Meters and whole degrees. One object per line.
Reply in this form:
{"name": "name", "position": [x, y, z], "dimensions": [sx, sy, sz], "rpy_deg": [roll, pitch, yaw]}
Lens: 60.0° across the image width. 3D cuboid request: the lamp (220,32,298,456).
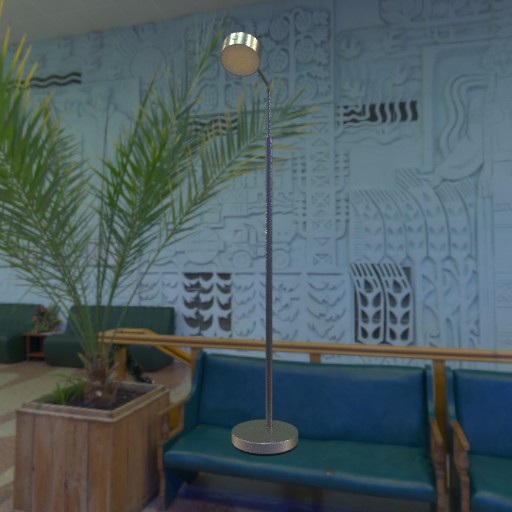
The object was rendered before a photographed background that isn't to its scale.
{"name": "lamp", "position": [0.000, 0.000, 1.416], "dimensions": [0.222, 1.250, 0.421], "rpy_deg": [-1, -2, 17]}
